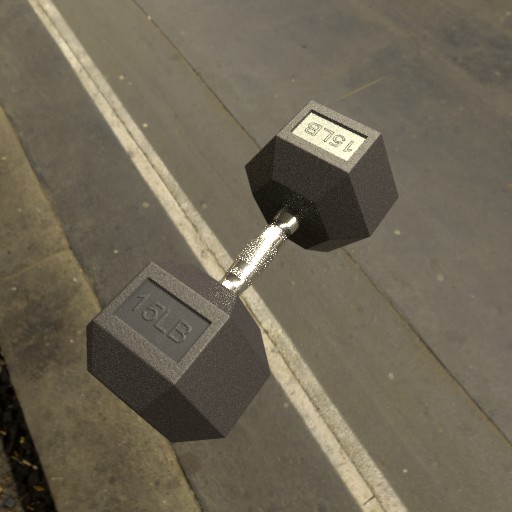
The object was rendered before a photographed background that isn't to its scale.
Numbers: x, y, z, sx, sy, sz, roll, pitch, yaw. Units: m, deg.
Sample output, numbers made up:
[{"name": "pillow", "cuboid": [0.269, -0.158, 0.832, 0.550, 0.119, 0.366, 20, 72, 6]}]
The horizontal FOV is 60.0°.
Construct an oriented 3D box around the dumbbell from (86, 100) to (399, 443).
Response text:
[{"name": "dumbbell", "cuboid": [0.000, 0.000, 0.334, 0.122, 0.106, 0.271, 32, 64, 18]}]
